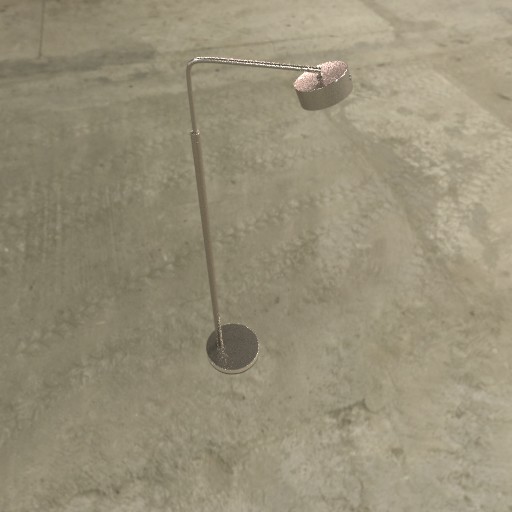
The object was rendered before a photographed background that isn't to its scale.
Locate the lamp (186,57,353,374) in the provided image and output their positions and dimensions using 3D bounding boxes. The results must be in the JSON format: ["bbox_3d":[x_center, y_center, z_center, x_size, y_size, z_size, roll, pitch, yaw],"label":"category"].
[{"bbox_3d":[0.000,0.000,1.405,0.421,1.250,0.222,9,49,8],"label":"lamp"}]
